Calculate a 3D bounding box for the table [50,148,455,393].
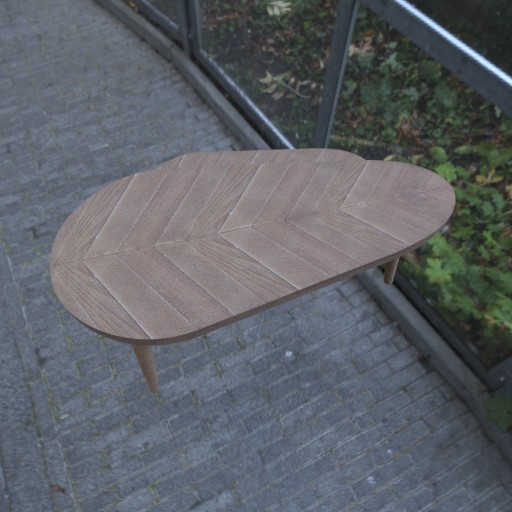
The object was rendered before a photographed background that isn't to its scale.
[{"bbox_3d":[0.000,0.000,1.569,1.190,0.595,0.701,-12,60,-7],"label":"table"}]
